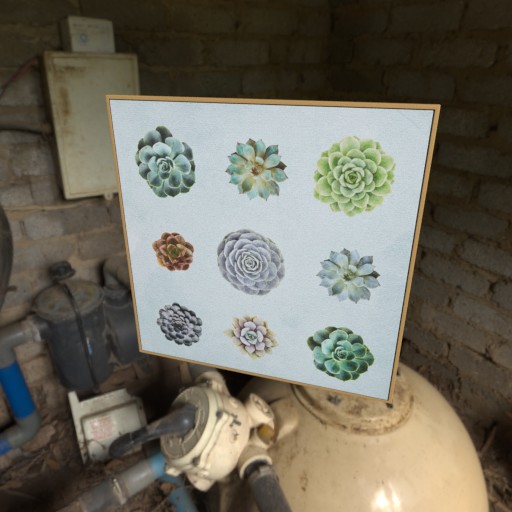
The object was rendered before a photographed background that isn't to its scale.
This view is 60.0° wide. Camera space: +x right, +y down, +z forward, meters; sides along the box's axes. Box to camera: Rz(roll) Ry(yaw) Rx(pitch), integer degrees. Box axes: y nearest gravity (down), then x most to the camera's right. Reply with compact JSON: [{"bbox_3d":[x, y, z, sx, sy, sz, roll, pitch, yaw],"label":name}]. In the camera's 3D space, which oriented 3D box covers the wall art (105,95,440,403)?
[{"bbox_3d":[0.000,0.000,0.980,0.657,0.655,0.014,7,26,16],"label":"wall art"}]
